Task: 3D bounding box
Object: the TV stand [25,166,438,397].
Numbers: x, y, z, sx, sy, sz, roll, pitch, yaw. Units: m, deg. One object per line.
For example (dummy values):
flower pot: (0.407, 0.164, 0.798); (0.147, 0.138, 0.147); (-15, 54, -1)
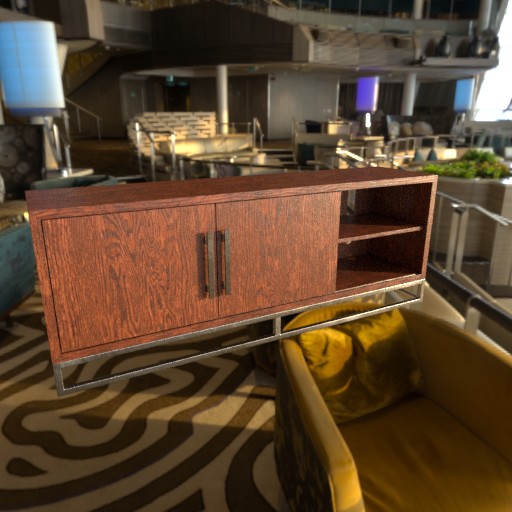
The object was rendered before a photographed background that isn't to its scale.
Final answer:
TV stand: (0.000, 0.000, 1.746); (1.541, 0.578, 0.382); (-9, 20, -26)
